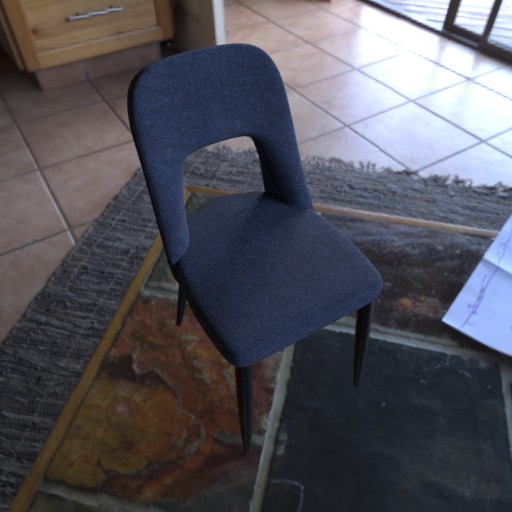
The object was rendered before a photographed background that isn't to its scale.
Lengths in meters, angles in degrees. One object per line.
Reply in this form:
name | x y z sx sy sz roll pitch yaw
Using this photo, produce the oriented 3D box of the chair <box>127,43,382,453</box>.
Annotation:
chair | 0.000 0.000 1.234 0.470 0.931 0.612 -23 51 -21
